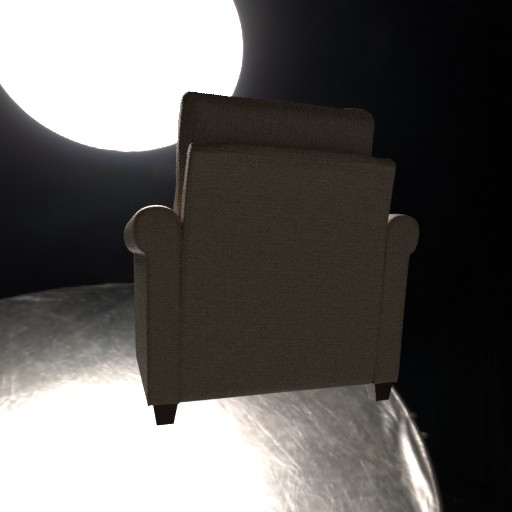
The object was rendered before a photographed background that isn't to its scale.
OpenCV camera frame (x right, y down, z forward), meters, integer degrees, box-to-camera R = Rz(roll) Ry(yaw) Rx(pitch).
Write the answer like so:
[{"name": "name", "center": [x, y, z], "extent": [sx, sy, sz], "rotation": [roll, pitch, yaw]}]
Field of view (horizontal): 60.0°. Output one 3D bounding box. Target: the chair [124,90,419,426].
[{"name": "chair", "center": [0.000, 0.000, 2.271], "extent": [1.275, 1.349, 1.180], "rotation": [0, 0, -18]}]
